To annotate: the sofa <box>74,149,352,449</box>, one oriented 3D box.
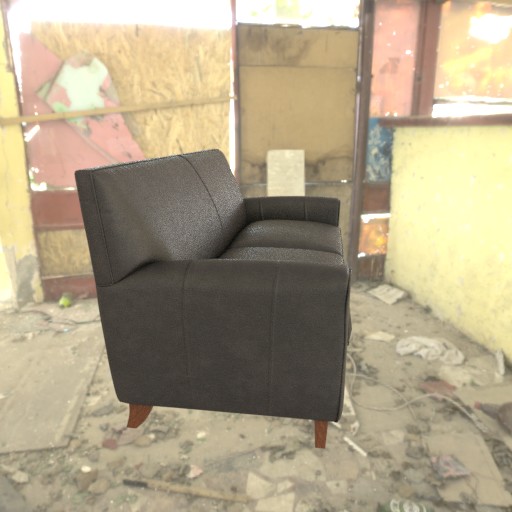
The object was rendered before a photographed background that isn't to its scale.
[{"bbox_3d":[0.000,0.000,1.967,0.787,0.871,1.473,2,16,9],"label":"sofa"}]
